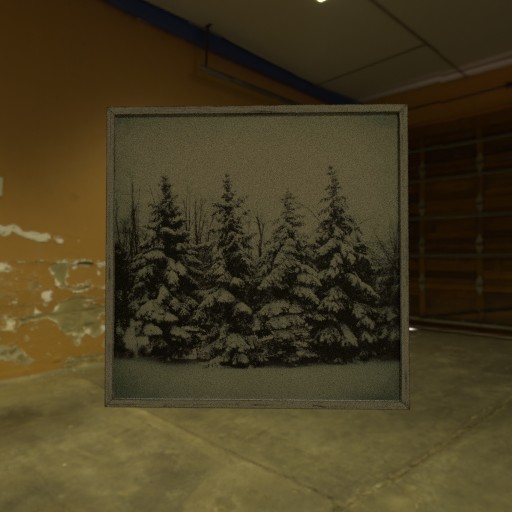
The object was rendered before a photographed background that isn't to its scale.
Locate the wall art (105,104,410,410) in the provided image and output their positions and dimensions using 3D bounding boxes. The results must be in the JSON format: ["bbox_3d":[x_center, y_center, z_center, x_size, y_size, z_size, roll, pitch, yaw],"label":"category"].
[{"bbox_3d":[0.000,0.000,1.131,0.761,0.761,0.037,0,-1,2],"label":"wall art"}]
